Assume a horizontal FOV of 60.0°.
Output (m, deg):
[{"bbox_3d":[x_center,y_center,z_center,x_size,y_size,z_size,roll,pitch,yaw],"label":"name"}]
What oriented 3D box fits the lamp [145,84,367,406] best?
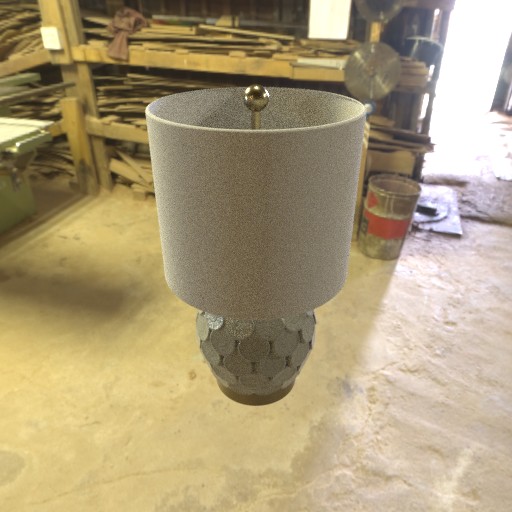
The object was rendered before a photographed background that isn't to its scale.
[{"bbox_3d":[0.000,0.000,0.620,0.254,0.452,0.254,0,30,0],"label":"lamp"}]
